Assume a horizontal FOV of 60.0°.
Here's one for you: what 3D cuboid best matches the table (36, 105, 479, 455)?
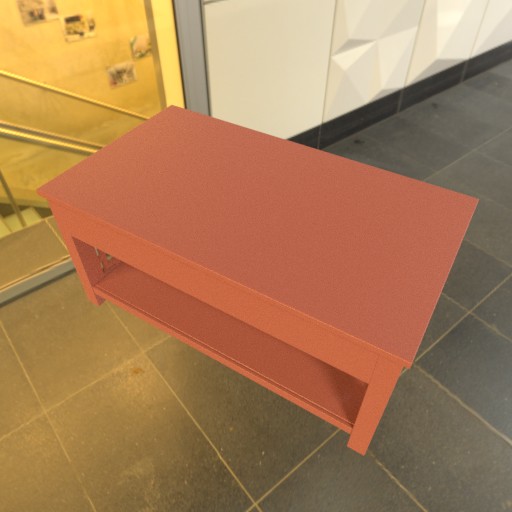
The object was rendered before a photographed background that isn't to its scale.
[{"bbox_3d":[0.000,0.000,1.401,1.068,0.493,0.612,23,49,22],"label":"table"}]
